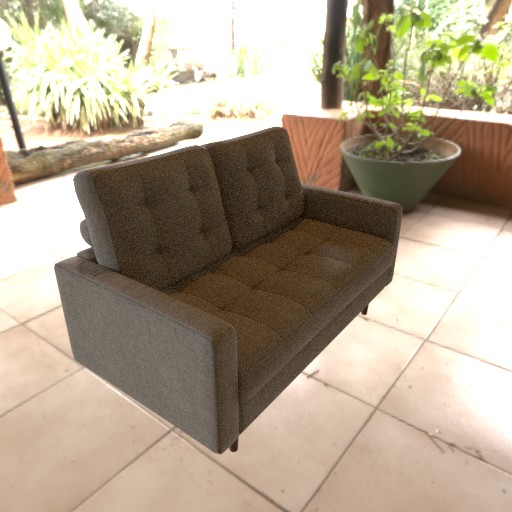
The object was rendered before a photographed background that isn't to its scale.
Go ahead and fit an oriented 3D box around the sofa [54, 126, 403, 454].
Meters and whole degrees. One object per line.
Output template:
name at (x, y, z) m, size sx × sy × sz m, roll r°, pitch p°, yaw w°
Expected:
sofa at (0.000, 0.000, 1.930) m, size 0.842 × 0.907 × 1.407 m, roll 18°, pitch 31°, yaw 33°
